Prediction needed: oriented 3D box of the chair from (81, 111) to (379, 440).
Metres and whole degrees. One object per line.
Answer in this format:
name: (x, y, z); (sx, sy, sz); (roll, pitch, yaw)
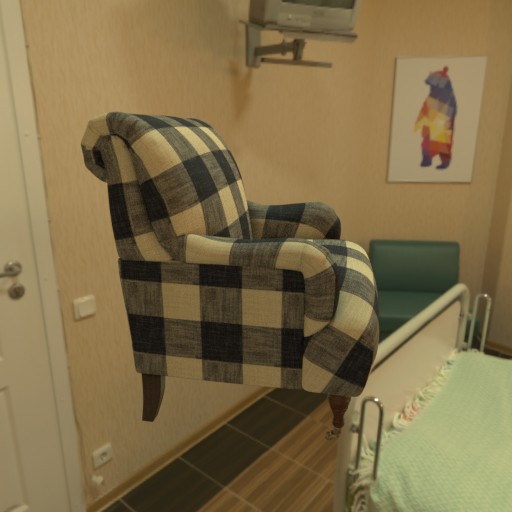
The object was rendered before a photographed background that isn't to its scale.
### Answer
chair: (0.000, 0.000, 1.572); (0.848, 0.953, 0.781); (3, 16, 10)
